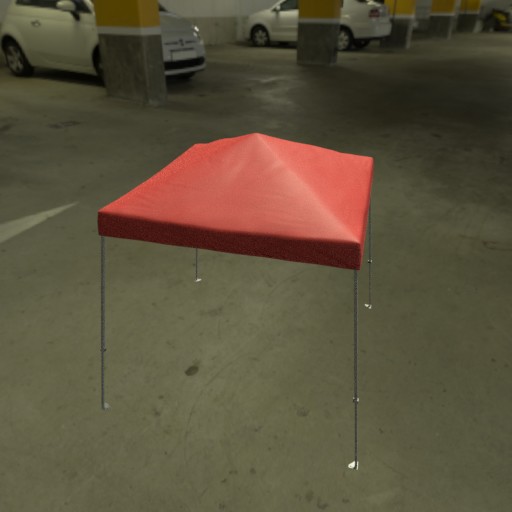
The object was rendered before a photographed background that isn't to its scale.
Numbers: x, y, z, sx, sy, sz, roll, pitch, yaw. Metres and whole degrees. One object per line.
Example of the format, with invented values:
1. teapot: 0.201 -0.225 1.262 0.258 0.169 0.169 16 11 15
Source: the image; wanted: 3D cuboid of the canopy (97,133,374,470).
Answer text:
1. canopy: 0.000 0.000 5.175 2.848 2.849 2.849 8 30 13
